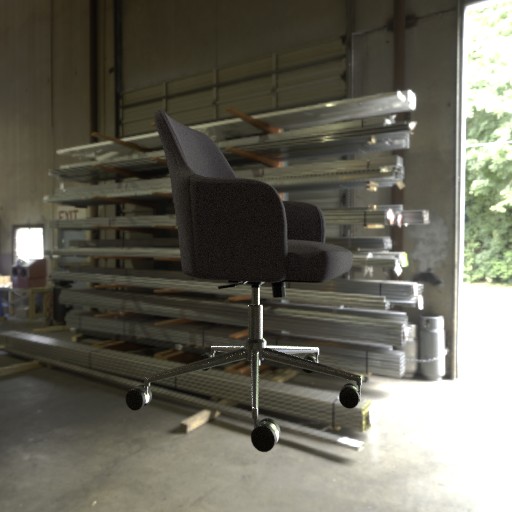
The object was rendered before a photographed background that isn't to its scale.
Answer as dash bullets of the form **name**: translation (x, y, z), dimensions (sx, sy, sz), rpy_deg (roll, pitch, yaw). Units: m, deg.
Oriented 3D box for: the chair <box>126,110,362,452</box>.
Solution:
- **chair**: translation (0.000, 0.000, 1.283), dimensions (0.600, 0.820, 0.655), rpy_deg (0, 1, 19)
